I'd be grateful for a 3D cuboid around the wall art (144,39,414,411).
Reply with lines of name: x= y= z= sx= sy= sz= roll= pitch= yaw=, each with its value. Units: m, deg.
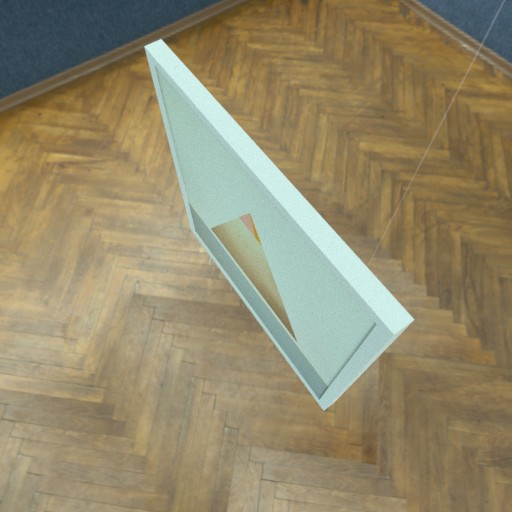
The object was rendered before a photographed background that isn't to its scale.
wall art: x=0.000 y=0.000 z=1.140 sx=0.041 sy=0.765 sz=0.768 roll=-32 pitch=67 yaw=-15
